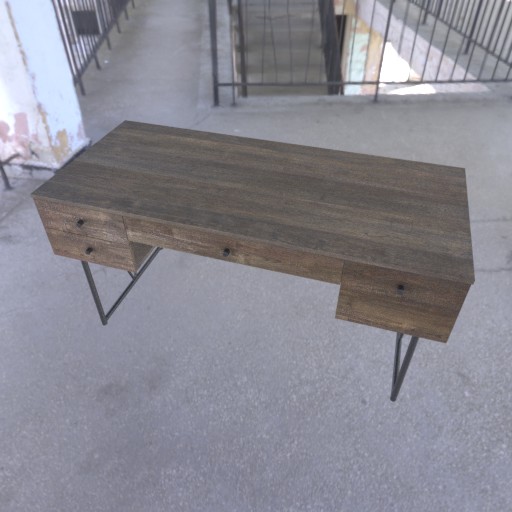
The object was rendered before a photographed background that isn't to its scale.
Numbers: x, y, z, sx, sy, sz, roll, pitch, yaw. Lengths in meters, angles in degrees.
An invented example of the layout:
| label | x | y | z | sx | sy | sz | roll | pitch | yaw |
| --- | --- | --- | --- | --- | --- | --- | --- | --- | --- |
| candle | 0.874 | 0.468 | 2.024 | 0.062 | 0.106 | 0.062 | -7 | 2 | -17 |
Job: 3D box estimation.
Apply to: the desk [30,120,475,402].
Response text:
| label | x | y | z | sx | sy | sz | roll | pitch | yaw |
| --- | --- | --- | --- | --- | --- | --- | --- | --- | --- |
| desk | 0.000 | 0.000 | 2.021 | 1.600 | 0.780 | 0.730 | 12 | 42 | 13 |
